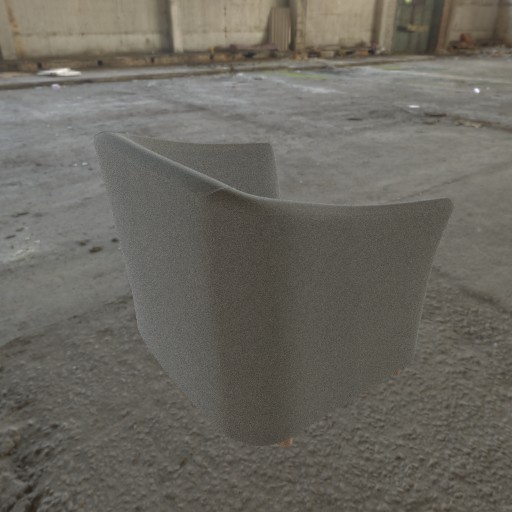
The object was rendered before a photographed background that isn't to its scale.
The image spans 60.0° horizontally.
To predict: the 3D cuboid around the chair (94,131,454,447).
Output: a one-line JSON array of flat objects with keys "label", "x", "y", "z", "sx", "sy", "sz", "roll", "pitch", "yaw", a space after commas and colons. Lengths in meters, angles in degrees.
[{"label": "chair", "x": 0.000, "y": 0.000, "z": 1.320, "sx": 0.700, "sy": 0.720, "sz": 0.790, "roll": -19, "pitch": 33, "yaw": -32}]
